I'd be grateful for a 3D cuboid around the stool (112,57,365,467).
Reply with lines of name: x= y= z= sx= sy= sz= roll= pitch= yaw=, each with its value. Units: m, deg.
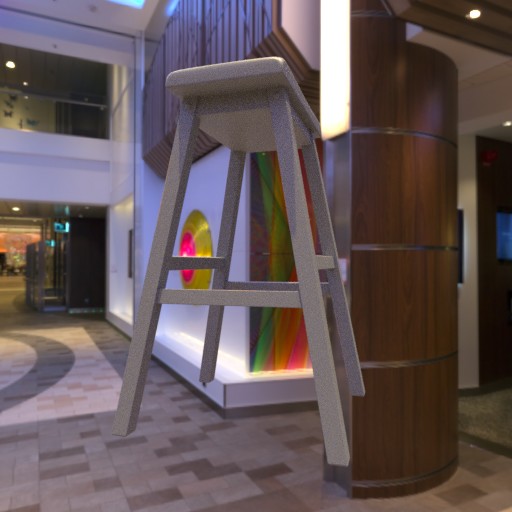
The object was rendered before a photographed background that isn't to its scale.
stool: x=0.000 y=0.000 z=1.058 sx=0.476 sy=0.737 sz=0.457 roll=0 pitch=-1 yaw=17
